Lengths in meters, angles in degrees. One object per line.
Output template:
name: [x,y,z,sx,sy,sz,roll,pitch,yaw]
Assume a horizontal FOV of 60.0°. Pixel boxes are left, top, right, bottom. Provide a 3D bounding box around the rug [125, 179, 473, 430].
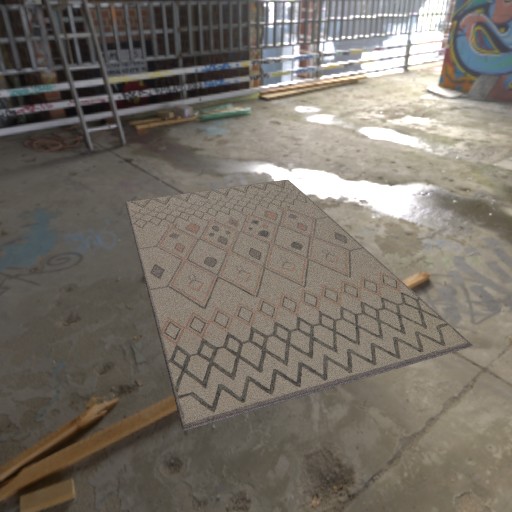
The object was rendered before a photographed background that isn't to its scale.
rug: [0.000,0.000,3.059,1.524,0.015,2.438,-11,33,-17]
